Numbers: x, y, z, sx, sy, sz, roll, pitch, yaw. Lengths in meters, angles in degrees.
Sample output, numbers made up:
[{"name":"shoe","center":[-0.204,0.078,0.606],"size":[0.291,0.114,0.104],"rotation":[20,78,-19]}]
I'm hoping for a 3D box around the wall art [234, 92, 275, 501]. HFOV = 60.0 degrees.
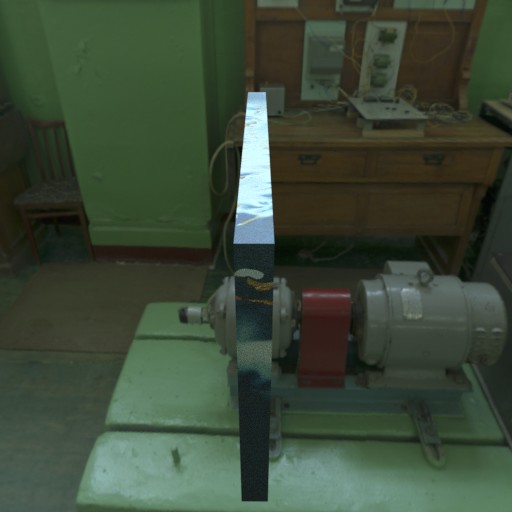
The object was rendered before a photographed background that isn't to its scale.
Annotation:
[{"name":"wall art","center":[0.000,0.000,0.751],"size":[0.036,0.405,0.607],"rotation":[0,32,0]}]
